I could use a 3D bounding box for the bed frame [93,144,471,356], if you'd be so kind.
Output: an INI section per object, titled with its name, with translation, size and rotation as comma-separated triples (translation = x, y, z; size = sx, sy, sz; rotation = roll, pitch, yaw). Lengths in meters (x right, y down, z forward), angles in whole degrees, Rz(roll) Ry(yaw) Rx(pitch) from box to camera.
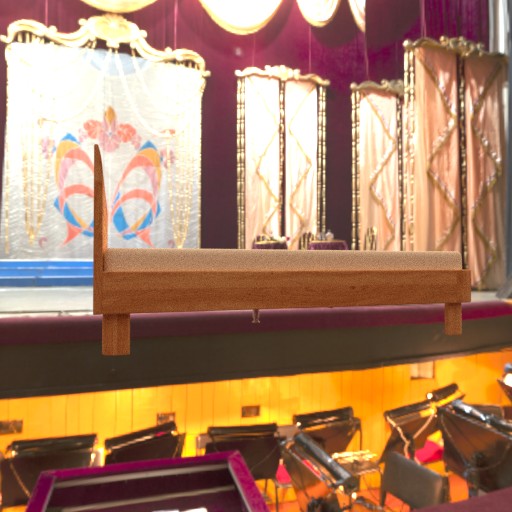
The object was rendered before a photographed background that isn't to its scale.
[bed frame]
translation = 0.000, 0.000, 3.142
size = 2.092, 0.940, 1.872
rotation = 0, -1, -18
